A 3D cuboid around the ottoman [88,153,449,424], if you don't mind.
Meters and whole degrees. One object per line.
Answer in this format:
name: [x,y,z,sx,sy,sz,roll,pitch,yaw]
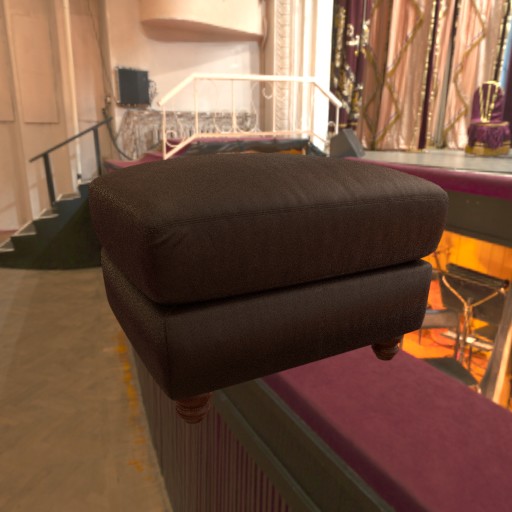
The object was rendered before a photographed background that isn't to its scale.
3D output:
ottoman: [0.000,0.000,1.271,0.806,0.569,0.670,-9,18,-28]
